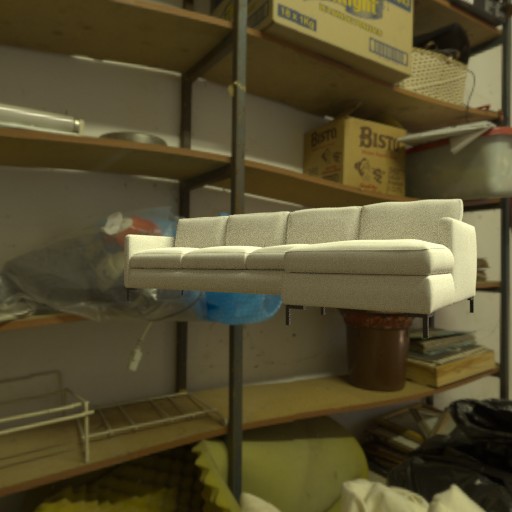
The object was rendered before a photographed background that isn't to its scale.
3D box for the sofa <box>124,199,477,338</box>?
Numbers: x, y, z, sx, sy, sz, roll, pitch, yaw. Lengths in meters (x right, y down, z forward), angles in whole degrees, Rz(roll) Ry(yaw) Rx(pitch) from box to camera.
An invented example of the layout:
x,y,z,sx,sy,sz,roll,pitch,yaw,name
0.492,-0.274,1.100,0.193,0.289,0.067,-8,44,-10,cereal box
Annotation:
x,y,z,sx,sy,sz,roll,pitch,yaw,name
0.000,0.000,2.856,2.445,0.677,1.126,-1,-1,35,sofa
